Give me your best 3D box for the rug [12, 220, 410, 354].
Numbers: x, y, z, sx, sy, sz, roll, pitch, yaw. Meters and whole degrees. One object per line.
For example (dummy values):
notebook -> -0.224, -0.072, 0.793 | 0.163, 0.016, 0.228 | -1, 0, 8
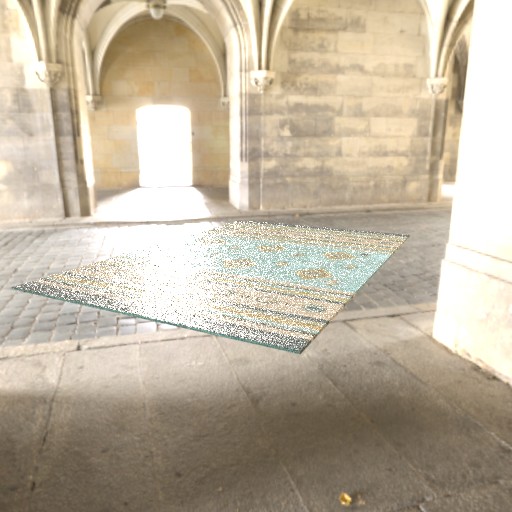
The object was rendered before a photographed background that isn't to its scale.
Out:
rug -> 0.000, 0.000, 2.241 | 1.212, 0.010, 1.811 | 7, 16, 27
